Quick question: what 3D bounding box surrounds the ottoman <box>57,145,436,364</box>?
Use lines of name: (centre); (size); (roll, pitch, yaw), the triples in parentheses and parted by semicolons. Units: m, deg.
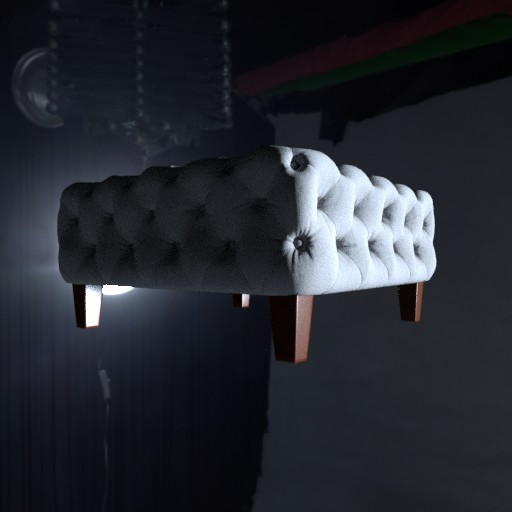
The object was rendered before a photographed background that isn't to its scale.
ottoman: (0.000, 0.000, 1.189); (0.758, 0.365, 0.764); (0, -1, 37)
